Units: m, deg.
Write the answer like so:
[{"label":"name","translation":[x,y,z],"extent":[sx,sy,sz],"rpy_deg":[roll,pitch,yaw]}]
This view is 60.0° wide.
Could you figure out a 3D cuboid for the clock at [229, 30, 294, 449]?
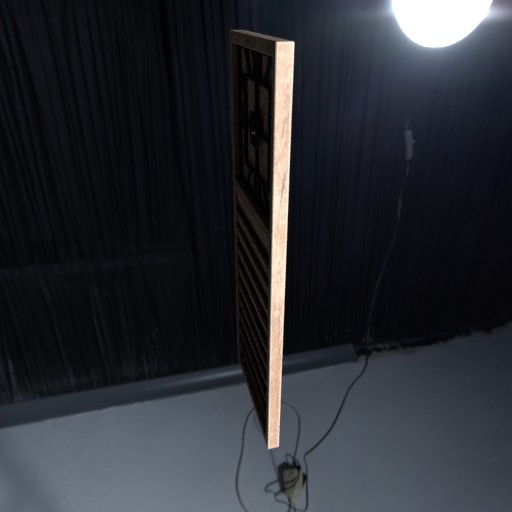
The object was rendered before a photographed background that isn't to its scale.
[{"label":"clock","translation":[0.000,0.000,1.079],"extent":[0.030,0.965,0.361],"rpy_deg":[-7,31,-13]}]
